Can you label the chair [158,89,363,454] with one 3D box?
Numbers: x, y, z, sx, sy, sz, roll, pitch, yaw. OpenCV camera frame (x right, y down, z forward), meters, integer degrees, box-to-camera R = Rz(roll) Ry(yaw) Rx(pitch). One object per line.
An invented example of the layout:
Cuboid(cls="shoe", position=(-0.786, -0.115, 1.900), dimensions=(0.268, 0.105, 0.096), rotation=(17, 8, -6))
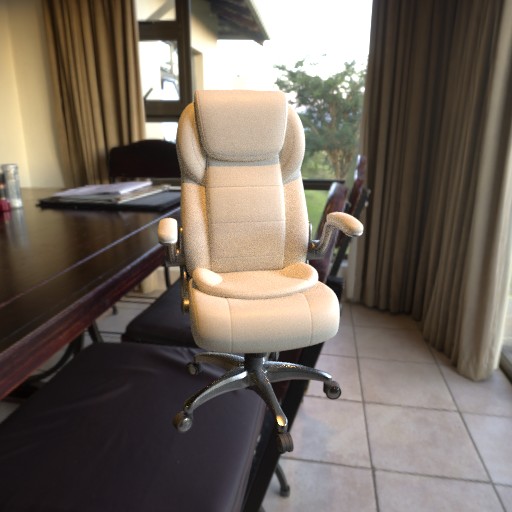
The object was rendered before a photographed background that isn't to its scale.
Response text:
Cuboid(cls="chair", position=(0.000, 0.000, 1.826), dimensions=(0.755, 1.330, 0.806), rotation=(-3, 17, -10))
